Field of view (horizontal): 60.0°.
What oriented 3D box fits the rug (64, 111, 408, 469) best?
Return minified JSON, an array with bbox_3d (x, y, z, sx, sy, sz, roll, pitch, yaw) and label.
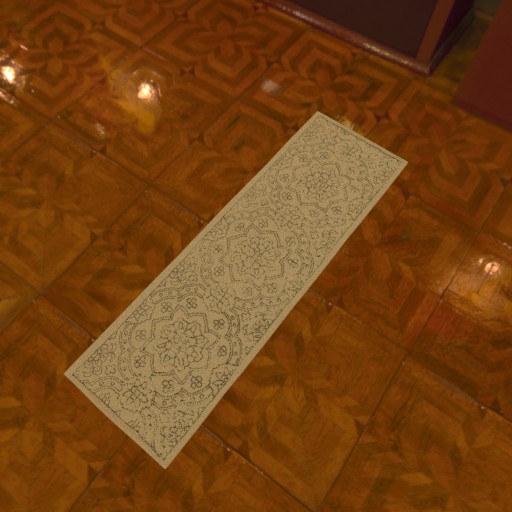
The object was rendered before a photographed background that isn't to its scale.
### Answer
[{"bbox_3d":[0.000,0.000,2.748,0.769,0.012,2.448,35,69,16],"label":"rug"}]
